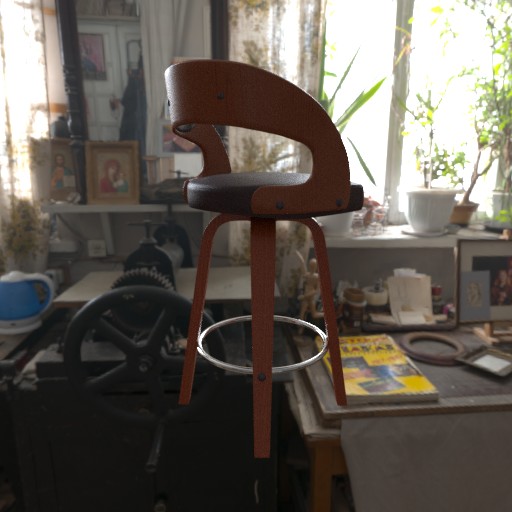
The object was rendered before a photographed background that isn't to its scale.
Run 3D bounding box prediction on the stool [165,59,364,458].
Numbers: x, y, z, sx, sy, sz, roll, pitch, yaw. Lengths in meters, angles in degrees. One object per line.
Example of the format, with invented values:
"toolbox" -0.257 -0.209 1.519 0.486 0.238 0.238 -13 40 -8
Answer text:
"stool" 0.000 0.000 1.219 0.457 0.940 0.457 -13 18 -42
